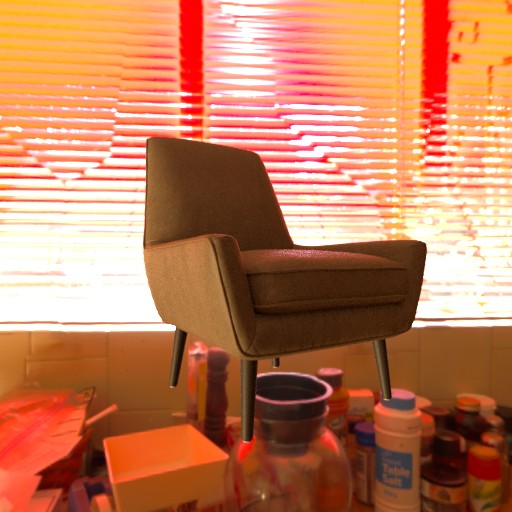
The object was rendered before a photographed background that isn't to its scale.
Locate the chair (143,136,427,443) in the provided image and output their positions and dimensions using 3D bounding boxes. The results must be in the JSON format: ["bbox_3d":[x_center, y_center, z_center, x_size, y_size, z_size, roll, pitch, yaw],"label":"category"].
[{"bbox_3d":[0.000,0.000,1.487,0.787,0.888,0.824,0,1,-35],"label":"chair"}]
